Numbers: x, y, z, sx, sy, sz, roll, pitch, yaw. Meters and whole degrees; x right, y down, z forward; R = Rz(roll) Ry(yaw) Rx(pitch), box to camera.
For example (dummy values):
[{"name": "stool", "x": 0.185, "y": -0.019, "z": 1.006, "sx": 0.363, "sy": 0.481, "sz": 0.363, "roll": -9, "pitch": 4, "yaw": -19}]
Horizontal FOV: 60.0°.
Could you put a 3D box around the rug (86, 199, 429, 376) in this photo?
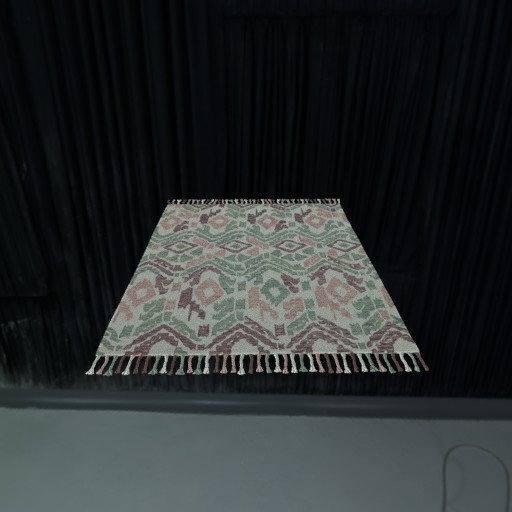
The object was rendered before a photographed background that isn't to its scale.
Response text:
[{"name": "rug", "x": 0.000, "y": 0.000, "z": 2.336, "sx": 1.219, "sy": 0.010, "sz": 1.829, "roll": 0, "pitch": 26, "yaw": -1}]
